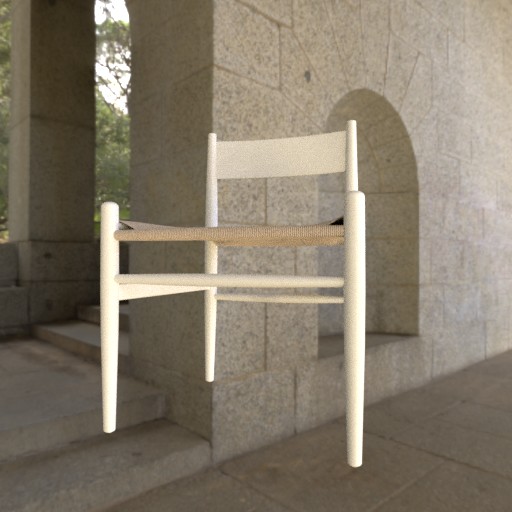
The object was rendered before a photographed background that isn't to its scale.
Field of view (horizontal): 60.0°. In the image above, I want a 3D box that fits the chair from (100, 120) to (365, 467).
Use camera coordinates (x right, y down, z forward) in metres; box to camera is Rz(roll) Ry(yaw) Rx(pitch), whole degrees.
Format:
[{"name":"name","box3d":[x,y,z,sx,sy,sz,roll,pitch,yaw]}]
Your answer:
[{"name":"chair","box3d":[0.000,0.000,1.097,0.556,0.762,0.495,0,0,18]}]
